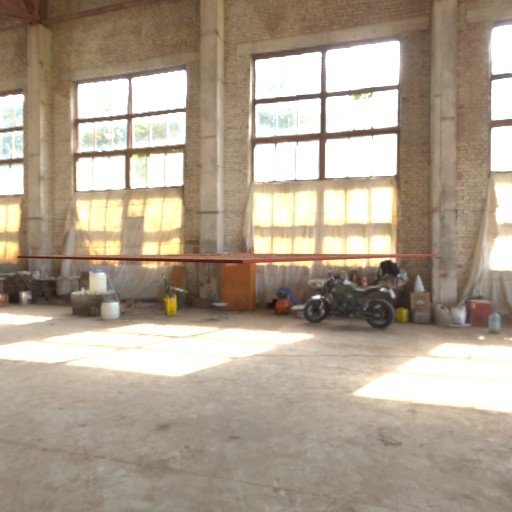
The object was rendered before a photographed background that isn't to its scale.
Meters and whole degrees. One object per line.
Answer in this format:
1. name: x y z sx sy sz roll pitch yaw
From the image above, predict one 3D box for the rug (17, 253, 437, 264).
1. rug: 0.000 0.000 2.812 1.593 0.013 2.211 1 1 38
